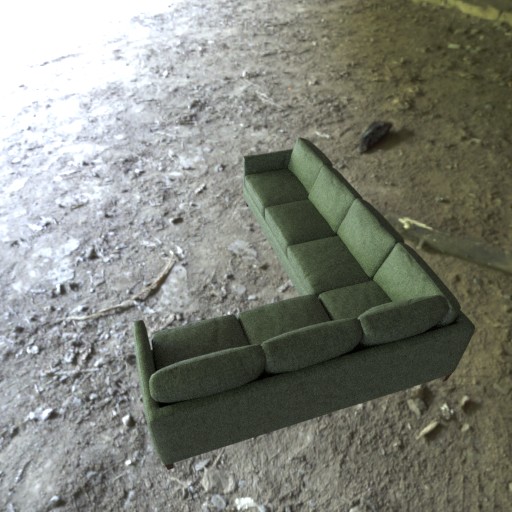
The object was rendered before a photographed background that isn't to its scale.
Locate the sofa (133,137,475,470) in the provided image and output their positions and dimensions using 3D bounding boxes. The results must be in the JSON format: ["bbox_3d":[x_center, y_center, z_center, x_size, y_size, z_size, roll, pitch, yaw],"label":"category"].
[{"bbox_3d":[0.000,0.000,4.478,2.593,0.947,3.302,-12,42,-14],"label":"sofa"}]
